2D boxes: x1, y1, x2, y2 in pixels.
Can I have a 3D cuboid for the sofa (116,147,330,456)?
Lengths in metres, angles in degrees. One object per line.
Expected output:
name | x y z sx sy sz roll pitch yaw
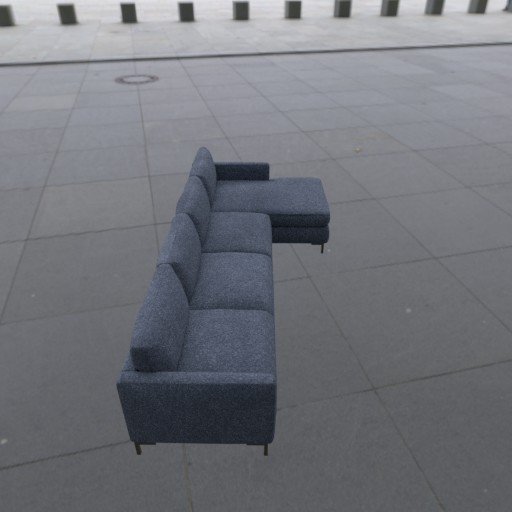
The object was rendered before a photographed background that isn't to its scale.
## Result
sofa | 0.000 0.000 3.464 1.350 0.810 2.932 0 34 1
